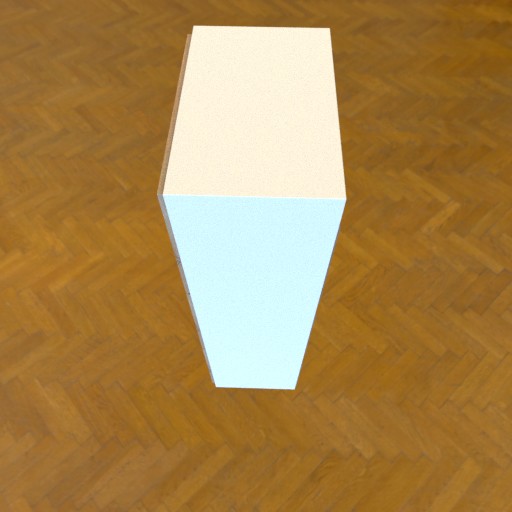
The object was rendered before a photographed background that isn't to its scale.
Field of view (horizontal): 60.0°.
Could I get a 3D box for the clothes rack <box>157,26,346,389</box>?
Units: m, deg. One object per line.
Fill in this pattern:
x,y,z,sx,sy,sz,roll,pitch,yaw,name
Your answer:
0.000,0.000,1.388,0.331,1.187,0.500,2,58,1,clothes rack
